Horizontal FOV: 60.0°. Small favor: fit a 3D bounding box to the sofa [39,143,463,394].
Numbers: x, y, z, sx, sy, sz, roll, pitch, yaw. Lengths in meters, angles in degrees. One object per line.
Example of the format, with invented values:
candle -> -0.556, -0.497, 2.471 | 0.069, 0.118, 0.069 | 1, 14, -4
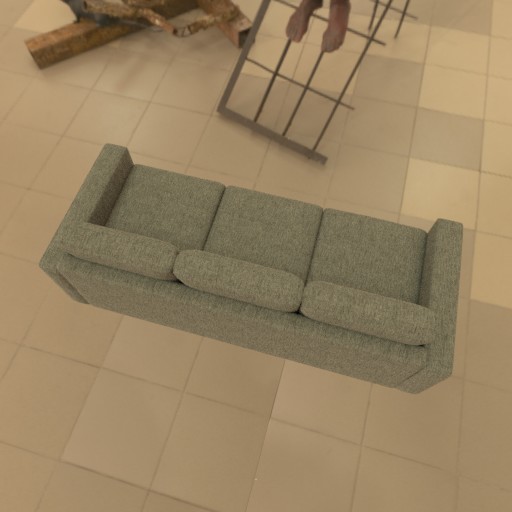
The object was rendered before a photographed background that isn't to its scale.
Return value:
sofa -> 0.000, 0.000, 2.529 | 2.160, 0.800, 0.900 | 14, 64, 7
